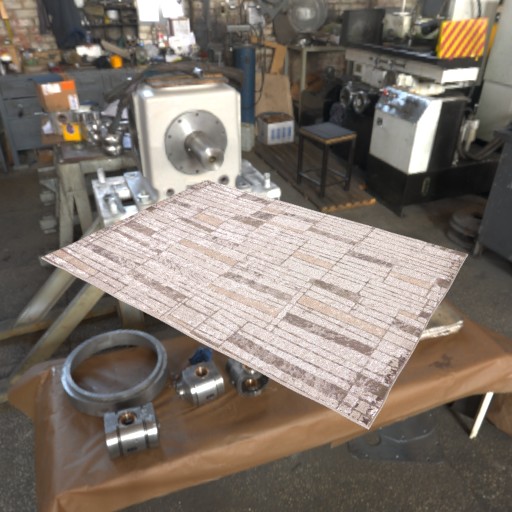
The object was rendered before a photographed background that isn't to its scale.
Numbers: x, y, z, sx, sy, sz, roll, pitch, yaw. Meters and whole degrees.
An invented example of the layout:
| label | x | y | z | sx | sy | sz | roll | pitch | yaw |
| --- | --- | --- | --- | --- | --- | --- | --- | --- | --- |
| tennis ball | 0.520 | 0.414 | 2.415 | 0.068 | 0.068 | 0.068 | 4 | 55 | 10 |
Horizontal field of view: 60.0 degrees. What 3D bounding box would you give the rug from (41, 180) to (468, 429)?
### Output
| label | x | y | z | sx | sy | sz | roll | pitch | yaw |
| --- | --- | --- | --- | --- | --- | --- | --- | --- | --- |
| rug | 0.000 | 0.000 | 4.298 | 3.357 | 0.019 | 2.449 | 20 | 37 | 29 |
